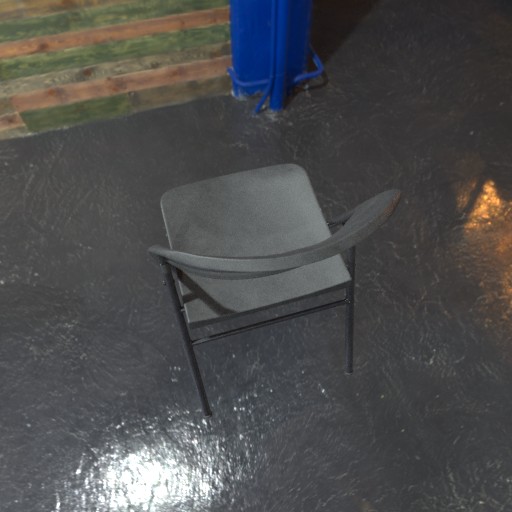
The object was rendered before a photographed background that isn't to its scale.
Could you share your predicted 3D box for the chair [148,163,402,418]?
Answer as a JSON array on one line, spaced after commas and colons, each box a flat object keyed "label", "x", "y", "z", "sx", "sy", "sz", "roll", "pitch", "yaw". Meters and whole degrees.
[{"label": "chair", "x": 0.000, "y": 0.000, "z": 1.181, "sx": 0.494, "sy": 0.810, "sz": 0.566, "roll": -14, "pitch": 58, "yaw": -9}]
